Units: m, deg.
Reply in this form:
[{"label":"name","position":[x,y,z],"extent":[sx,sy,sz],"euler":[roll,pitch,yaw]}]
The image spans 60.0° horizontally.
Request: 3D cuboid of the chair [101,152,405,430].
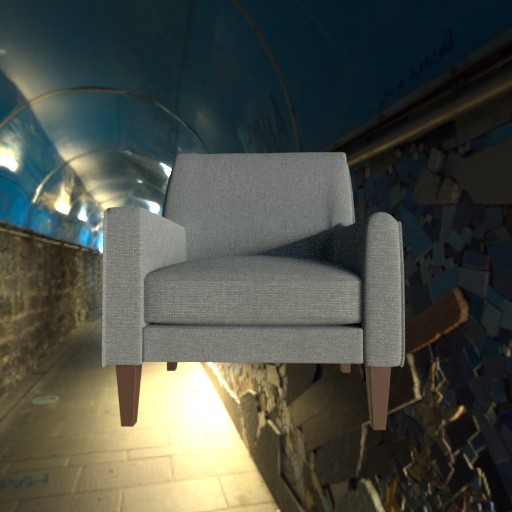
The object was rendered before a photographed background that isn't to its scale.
[{"label":"chair","position":[0.000,0.000,1.566],"extent":[0.780,0.919,0.899],"euler":[0,-1,2]}]
